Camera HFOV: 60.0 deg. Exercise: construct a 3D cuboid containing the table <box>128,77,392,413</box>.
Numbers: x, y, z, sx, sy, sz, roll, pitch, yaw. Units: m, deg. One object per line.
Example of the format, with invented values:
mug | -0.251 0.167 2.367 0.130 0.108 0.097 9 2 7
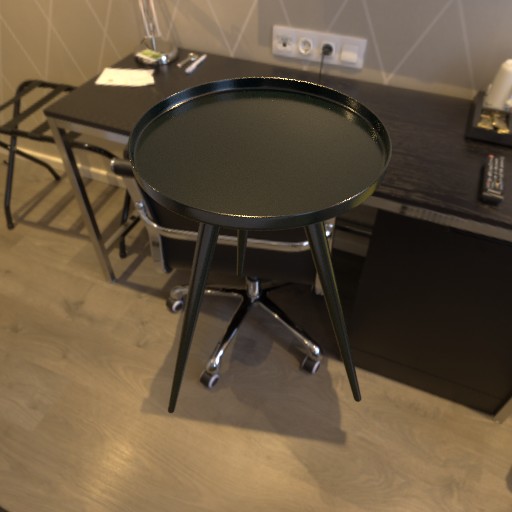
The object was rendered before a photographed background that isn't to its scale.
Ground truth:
table | 0.000 0.000 0.843 0.403 0.548 0.415 -5 46 -5
